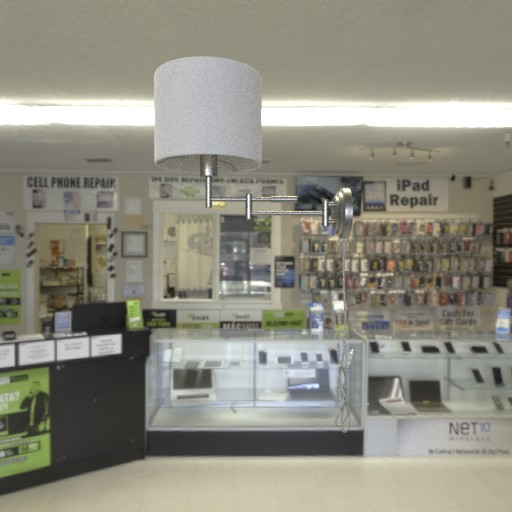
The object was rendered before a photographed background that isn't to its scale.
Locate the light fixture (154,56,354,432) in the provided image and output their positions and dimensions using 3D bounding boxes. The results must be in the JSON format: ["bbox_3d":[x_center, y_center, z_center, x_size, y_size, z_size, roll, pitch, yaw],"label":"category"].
[{"bbox_3d":[0.000,0.000,1.061,0.479,0.842,0.253,0,1,0],"label":"light fixture"}]
